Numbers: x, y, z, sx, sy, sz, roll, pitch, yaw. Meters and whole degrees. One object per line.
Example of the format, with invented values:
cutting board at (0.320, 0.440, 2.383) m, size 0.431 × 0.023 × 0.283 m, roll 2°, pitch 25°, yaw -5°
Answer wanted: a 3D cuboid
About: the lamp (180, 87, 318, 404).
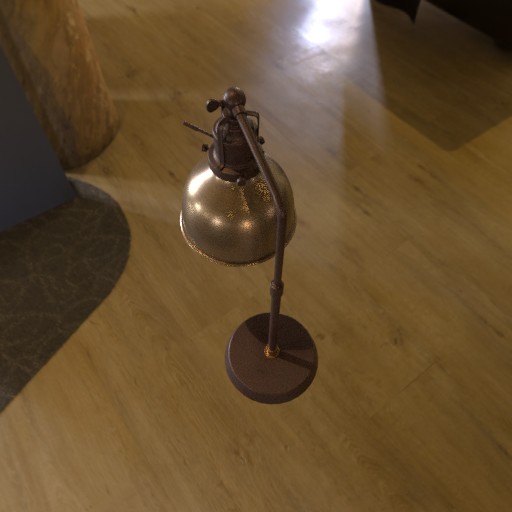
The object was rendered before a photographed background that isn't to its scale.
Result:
lamp at (0.000, 0.000, 0.622) m, size 0.175 × 0.469 × 0.298 m, roll -17°, pitch 58°, yaw -11°
